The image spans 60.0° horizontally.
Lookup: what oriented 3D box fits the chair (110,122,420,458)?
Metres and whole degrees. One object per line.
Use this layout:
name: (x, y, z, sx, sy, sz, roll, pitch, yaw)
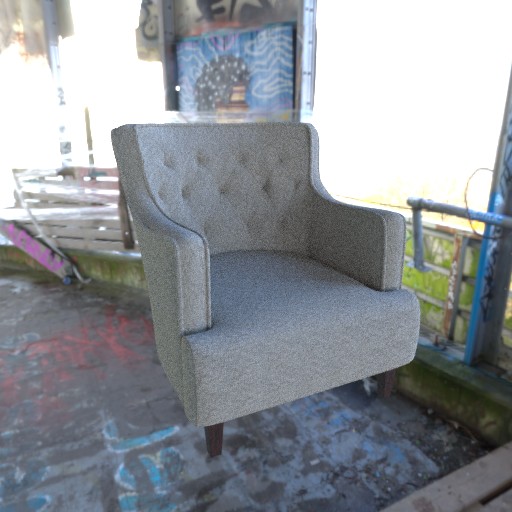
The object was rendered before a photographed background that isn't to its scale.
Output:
chair: (0.000, 0.000, 1.617, 0.820, 0.920, 0.910, -8, 19, -25)
